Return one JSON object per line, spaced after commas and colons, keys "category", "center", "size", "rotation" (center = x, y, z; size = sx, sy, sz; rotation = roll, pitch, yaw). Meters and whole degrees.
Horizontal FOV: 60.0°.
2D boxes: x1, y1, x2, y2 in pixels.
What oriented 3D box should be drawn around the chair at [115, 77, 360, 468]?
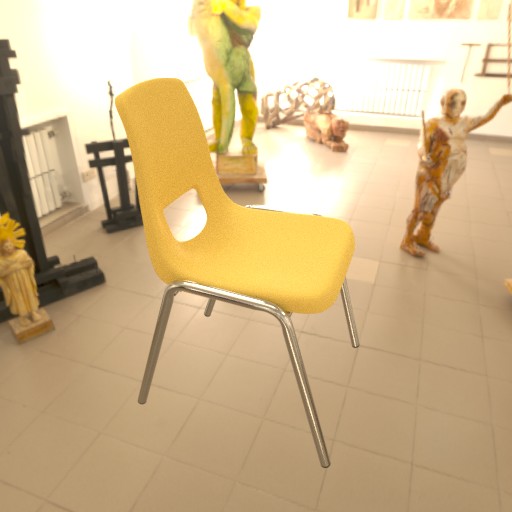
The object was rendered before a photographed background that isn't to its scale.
{"category": "chair", "center": [0.000, 0.000, 0.901], "size": [0.436, 0.653, 0.381], "rotation": [10, 31, 17]}
